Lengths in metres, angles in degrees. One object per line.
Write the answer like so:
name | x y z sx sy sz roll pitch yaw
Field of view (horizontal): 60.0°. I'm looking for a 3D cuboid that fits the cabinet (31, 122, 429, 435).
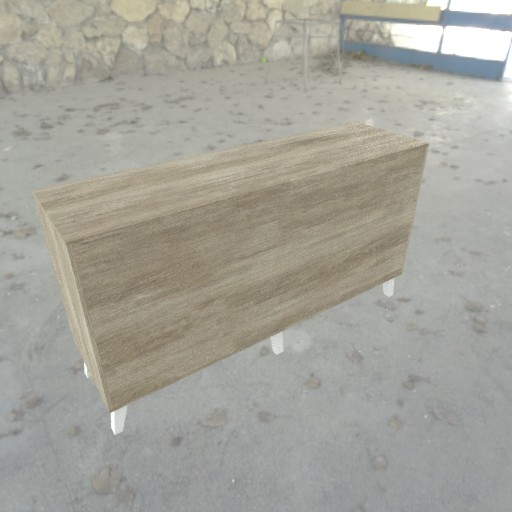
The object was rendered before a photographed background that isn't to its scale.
cabinet | 0.000 0.000 2.008 1.600 0.870 0.450 -20 37 -29
